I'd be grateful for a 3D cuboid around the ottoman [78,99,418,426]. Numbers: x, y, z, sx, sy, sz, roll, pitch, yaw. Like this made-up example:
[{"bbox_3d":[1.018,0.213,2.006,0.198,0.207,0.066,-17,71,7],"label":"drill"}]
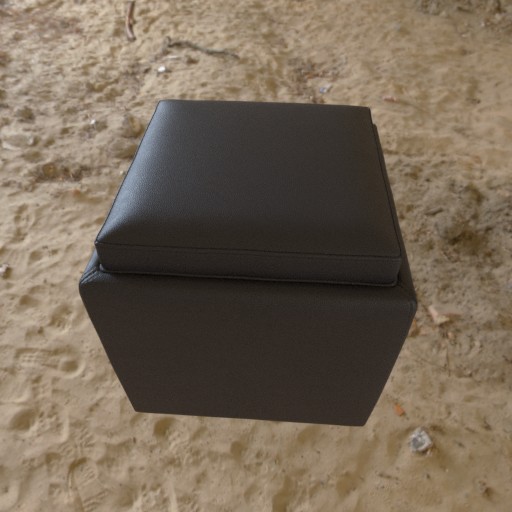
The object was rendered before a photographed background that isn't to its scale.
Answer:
[{"bbox_3d":[0.000,0.000,0.817,0.451,0.460,0.450,3,46,3],"label":"ottoman"}]
